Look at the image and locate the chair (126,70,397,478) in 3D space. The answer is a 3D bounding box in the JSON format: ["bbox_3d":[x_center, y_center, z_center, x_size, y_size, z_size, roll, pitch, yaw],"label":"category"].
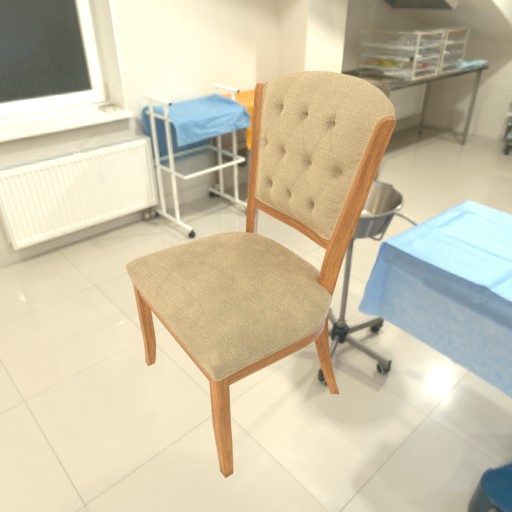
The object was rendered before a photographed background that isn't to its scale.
[{"bbox_3d":[0.000,0.000,1.234,0.584,0.905,0.513,-21,37,-30],"label":"chair"}]
